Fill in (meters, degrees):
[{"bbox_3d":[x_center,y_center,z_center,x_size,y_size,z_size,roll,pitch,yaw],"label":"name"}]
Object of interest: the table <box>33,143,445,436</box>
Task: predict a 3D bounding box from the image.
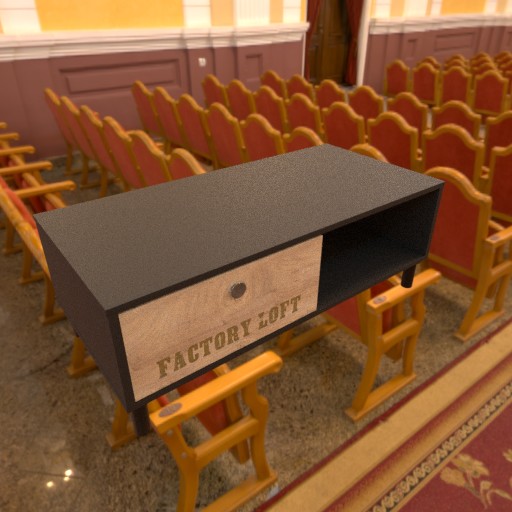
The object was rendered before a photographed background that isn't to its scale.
[{"bbox_3d":[0.000,0.000,1.392,1.100,0.400,0.550,-21,36,-31],"label":"table"}]
